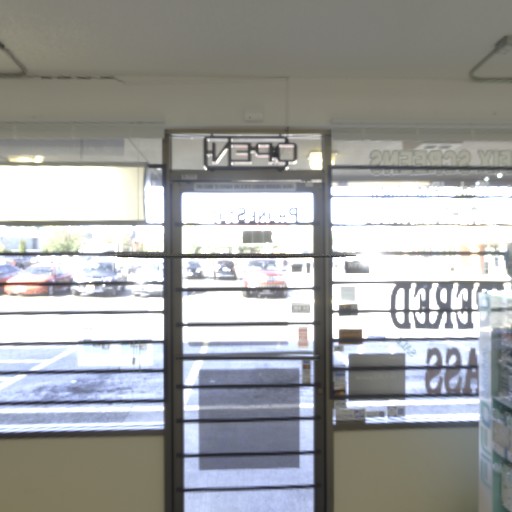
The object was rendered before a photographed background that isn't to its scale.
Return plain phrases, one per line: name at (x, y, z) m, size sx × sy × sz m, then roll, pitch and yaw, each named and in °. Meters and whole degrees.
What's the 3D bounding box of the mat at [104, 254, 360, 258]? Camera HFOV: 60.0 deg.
mat at (0.000, 0.000, 1.838) m, size 0.913 × 0.013 × 1.524 m, roll 0°, pitch 0°, yaw 0°
